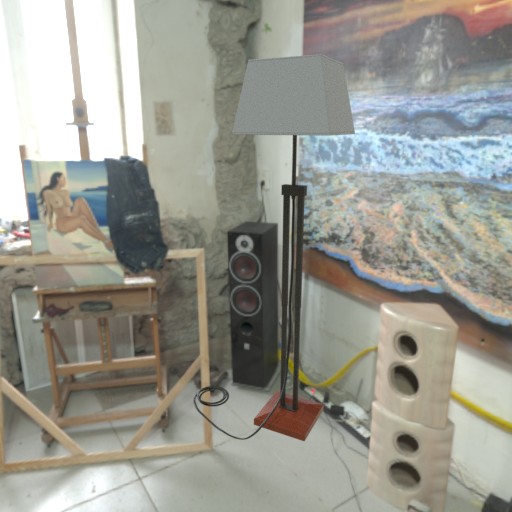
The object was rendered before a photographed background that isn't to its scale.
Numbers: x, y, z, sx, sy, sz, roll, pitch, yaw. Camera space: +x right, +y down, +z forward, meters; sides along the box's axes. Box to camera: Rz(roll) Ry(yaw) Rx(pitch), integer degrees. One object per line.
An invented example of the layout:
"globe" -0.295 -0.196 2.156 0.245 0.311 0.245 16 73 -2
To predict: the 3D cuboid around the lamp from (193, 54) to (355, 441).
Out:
"lamp" 0.000 0.000 2.070 0.745 1.712 0.472 8 18 26
